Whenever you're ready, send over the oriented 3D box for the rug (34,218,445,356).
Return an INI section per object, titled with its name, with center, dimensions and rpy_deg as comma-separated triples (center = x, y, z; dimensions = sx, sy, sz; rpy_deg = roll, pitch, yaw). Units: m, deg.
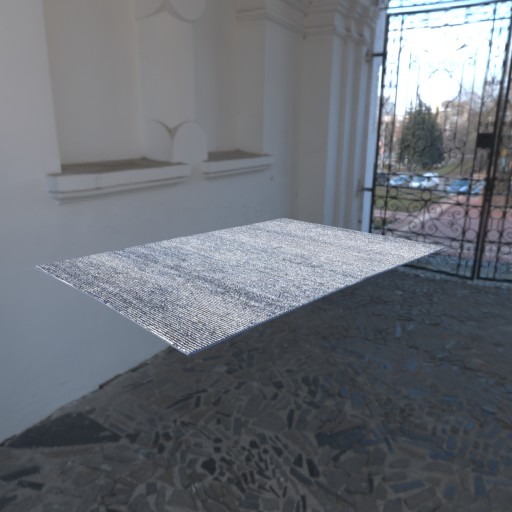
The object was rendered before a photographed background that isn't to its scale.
[rug]
center = 0.000, 0.000, 3.033
dimensions = 2.349, 0.030, 1.624
rpy_deg = -15, 21, -42
